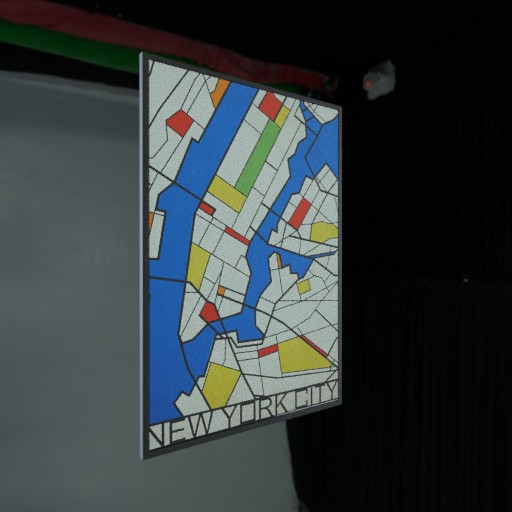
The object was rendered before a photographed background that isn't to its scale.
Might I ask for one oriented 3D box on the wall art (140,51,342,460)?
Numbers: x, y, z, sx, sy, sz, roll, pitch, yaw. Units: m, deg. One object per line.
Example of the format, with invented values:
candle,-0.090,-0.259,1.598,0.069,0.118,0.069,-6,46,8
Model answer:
wall art,0.000,0.000,0.850,0.457,0.657,0.013,0,0,-36
